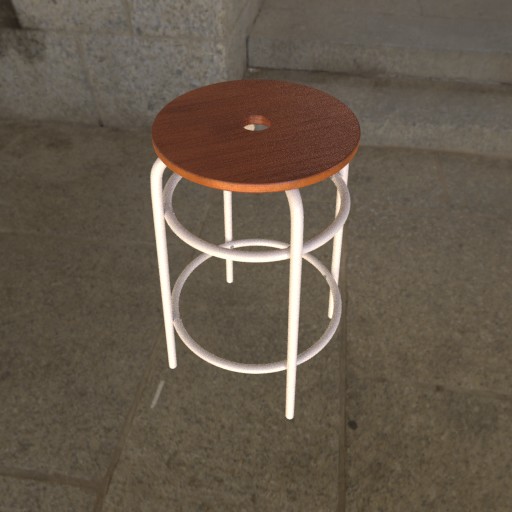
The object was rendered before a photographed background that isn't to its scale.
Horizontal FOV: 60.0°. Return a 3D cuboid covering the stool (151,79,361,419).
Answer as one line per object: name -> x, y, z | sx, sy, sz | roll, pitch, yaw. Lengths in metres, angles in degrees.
stool -> 0.000, 0.000, 0.932 | 0.455, 0.610, 0.455 | -15, 47, -14
